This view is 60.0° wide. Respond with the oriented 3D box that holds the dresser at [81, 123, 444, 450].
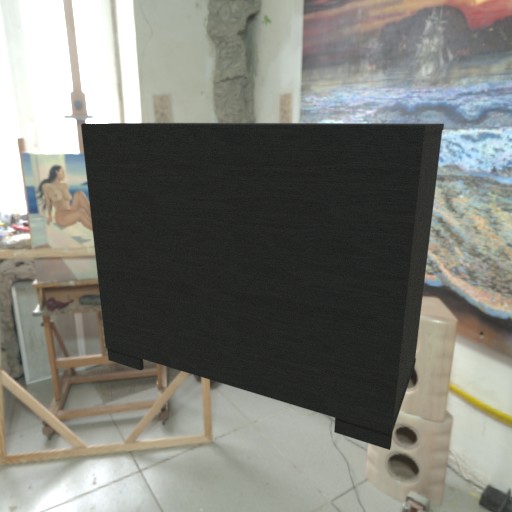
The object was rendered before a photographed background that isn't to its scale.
[{"bbox_3d":[0.000,0.000,1.425,0.994,0.816,0.404,9,19,26],"label":"dresser"}]
